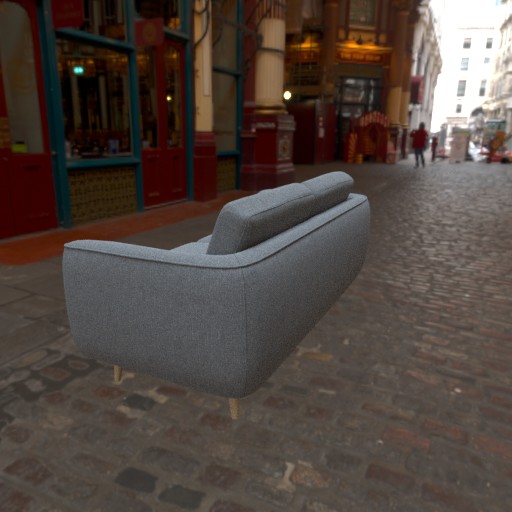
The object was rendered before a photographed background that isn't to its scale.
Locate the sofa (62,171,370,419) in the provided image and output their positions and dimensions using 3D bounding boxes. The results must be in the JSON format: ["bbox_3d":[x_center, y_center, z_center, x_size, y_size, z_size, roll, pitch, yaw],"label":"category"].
[{"bbox_3d":[0.000,0.000,2.506,0.920,0.870,2.000,8,17,25],"label":"sofa"}]
